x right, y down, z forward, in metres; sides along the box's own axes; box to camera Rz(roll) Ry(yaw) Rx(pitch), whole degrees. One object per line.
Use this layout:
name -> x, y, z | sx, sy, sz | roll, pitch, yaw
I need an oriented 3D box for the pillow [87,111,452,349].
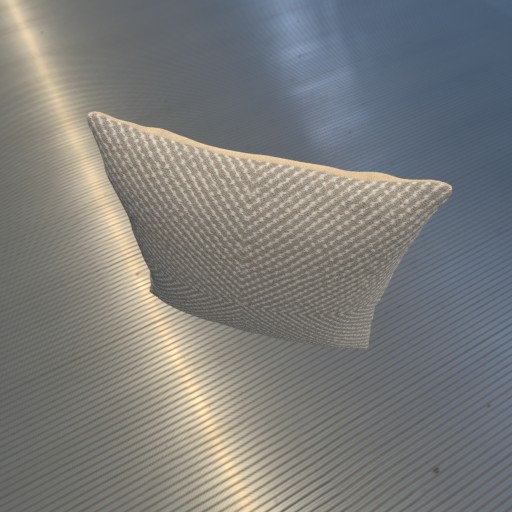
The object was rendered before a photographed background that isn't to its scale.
pillow -> 0.000, 0.000, 0.718 | 0.459, 0.458, 0.181 | 13, 59, 8
